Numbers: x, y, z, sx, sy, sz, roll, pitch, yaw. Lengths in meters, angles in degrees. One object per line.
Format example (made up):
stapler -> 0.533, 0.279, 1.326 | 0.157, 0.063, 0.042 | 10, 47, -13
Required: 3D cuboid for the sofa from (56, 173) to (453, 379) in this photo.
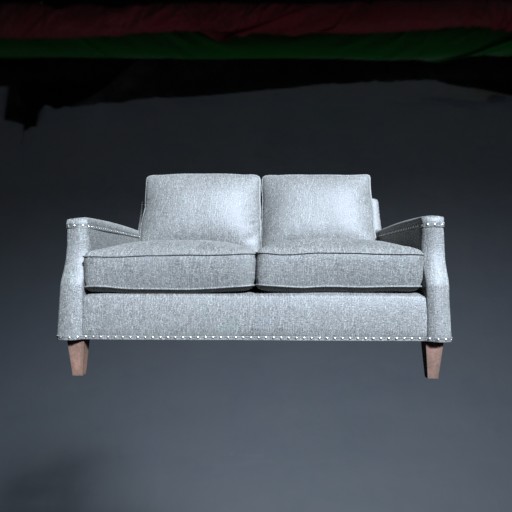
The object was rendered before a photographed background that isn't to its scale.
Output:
sofa -> 0.000, 0.000, 2.295 | 1.597, 1.003, 1.084 | 0, -1, 2
